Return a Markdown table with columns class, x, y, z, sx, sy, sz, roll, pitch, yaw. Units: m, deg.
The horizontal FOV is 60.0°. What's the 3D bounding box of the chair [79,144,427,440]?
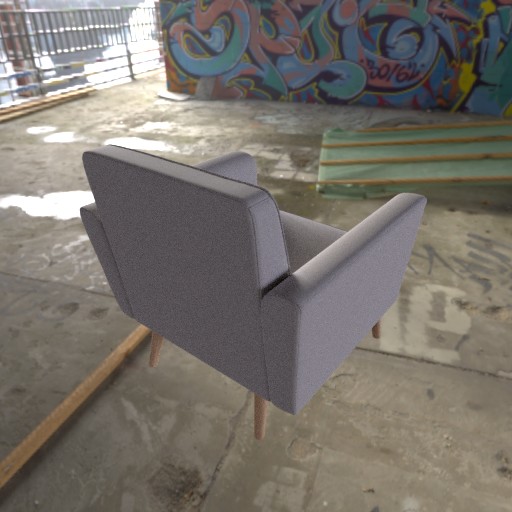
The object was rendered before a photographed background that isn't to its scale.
| class | x | y | z | sx | sy | sz | roll | pitch | yaw |
| --- | --- | --- | --- | --- | --- | --- | --- | --- | --- |
| chair | 0.000 | 0.000 | 1.415 | 0.780 | 0.780 | 0.750 | 22 | 37 | 32 |
